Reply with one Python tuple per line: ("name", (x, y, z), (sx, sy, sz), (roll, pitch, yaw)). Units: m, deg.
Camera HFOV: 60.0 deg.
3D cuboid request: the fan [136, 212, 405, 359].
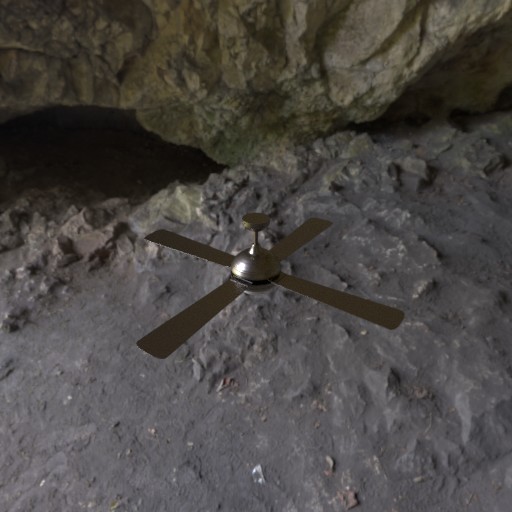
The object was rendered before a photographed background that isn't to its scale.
("fan", (0.000, 0.000, 2.039), (1.321, 0.381, 1.321), (-19, 34, -30))
